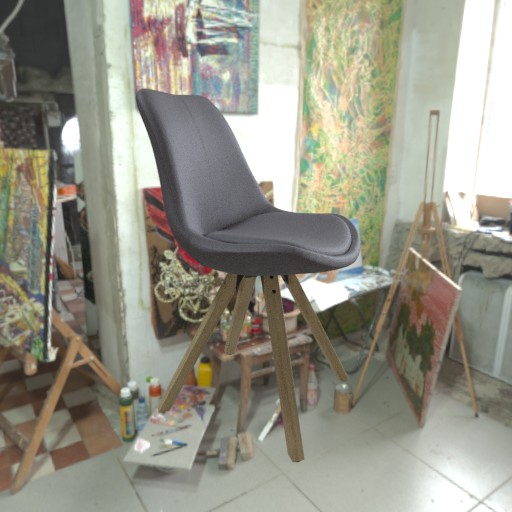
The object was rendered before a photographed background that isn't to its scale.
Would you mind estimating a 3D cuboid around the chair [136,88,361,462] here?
[{"bbox_3d":[0.000,0.000,1.217,0.547,0.865,0.483,8,17,26],"label":"chair"}]
